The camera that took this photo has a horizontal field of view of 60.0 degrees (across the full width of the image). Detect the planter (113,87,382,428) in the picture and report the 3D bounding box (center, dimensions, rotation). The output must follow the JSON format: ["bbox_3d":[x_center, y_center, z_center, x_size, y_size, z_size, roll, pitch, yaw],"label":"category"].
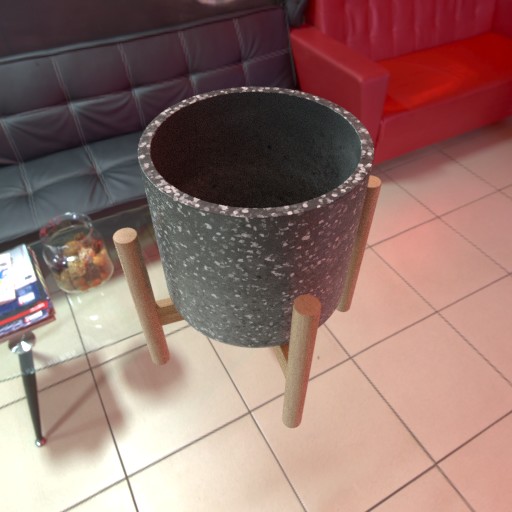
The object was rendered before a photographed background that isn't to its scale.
[{"bbox_3d":[0.000,0.000,0.538,0.284,0.320,0.284,3,47,3],"label":"planter"}]
